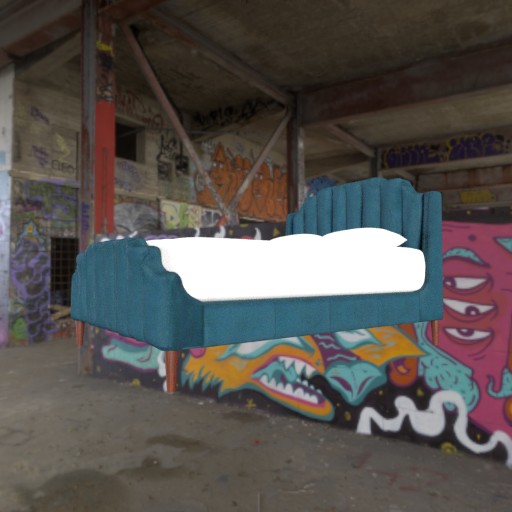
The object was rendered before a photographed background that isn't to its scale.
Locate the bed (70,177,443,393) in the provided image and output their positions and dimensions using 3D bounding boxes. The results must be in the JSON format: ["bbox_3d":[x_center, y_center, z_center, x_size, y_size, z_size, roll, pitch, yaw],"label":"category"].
[{"bbox_3d":[0.000,0.000,3.363,2.322,1.351,1.676,1,-2,-36],"label":"bed"}]
